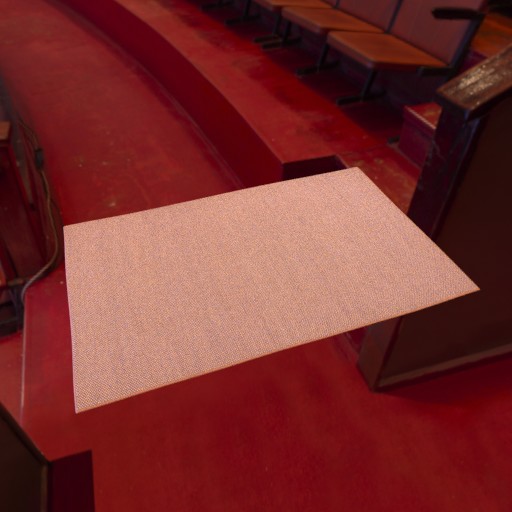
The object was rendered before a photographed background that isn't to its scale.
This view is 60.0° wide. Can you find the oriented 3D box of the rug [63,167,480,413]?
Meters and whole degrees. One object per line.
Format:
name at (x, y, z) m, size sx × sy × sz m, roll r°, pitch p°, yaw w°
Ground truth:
rug at (0.000, 0.000, 2.069) m, size 1.678 × 0.013 × 1.078 m, roll -14°, pitch 44°, yaw -15°
